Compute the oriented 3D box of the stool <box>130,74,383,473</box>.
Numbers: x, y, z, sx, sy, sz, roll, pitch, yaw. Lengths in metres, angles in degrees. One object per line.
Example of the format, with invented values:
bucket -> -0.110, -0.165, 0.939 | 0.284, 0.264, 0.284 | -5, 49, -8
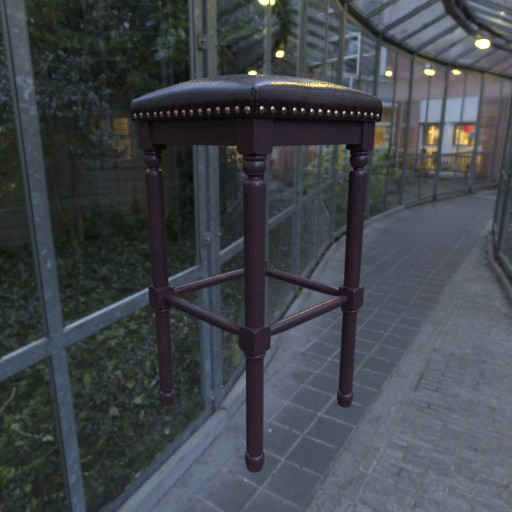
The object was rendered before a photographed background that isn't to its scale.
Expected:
stool -> 0.000, 0.000, 1.015 | 0.382, 0.768, 0.383 | -14, 21, -42
